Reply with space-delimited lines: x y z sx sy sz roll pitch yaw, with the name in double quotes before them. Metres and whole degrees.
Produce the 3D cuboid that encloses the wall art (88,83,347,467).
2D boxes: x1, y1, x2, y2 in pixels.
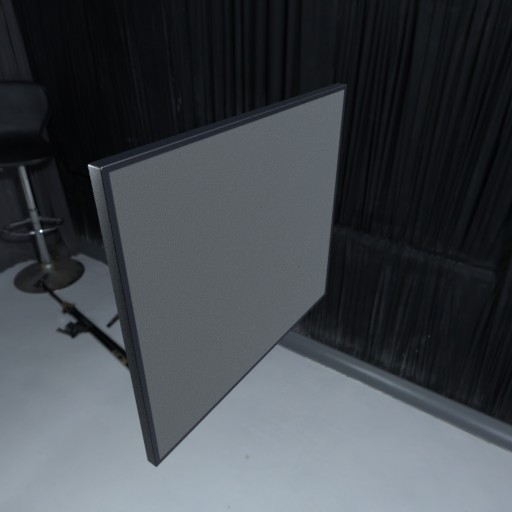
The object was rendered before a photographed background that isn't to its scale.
"wall art" 0.000 0.000 0.709 0.018 0.450 0.521 20 36 30
